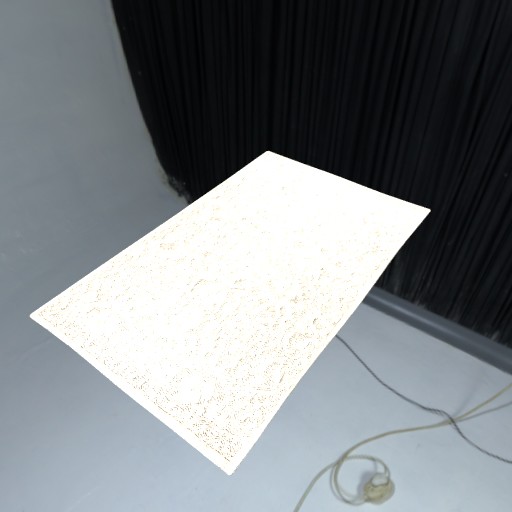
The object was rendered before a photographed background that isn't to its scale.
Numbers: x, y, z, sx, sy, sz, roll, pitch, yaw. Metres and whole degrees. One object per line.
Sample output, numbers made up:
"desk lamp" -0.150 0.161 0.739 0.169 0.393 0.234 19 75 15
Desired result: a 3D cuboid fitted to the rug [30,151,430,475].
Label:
"rug" 0.000 0.000 2.995 1.529 0.012 2.435 26 48 26
